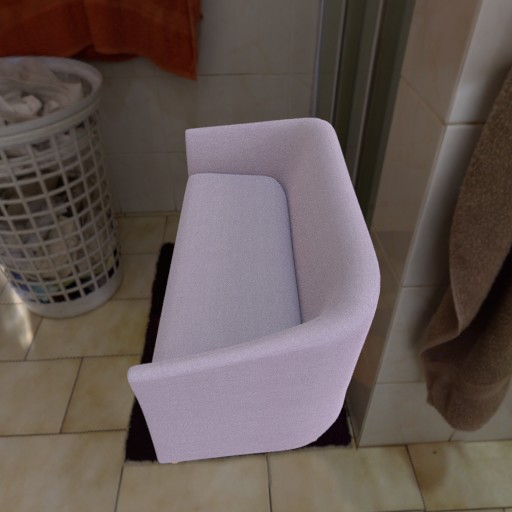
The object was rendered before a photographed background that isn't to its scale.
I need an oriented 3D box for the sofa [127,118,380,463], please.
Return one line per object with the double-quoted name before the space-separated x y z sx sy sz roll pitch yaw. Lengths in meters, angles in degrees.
"sofa" 0.000 0.000 1.829 0.705 0.721 1.452 0 41 -1
